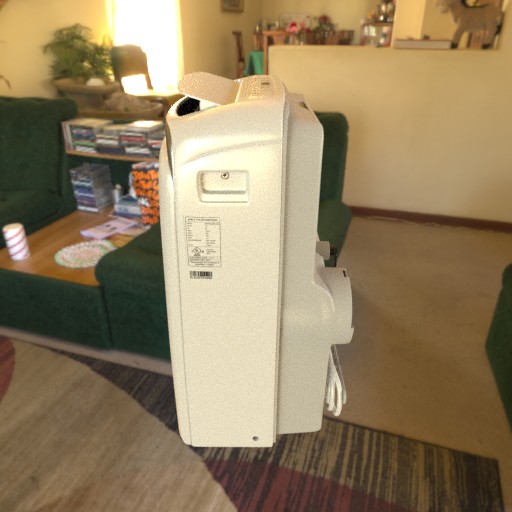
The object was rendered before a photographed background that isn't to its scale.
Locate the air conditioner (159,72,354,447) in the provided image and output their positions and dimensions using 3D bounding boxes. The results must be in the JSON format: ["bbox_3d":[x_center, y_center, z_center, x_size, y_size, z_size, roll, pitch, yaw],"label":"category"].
[{"bbox_3d":[0.000,0.000,1.043,0.414,0.786,0.449,0,28,0],"label":"air conditioner"}]
